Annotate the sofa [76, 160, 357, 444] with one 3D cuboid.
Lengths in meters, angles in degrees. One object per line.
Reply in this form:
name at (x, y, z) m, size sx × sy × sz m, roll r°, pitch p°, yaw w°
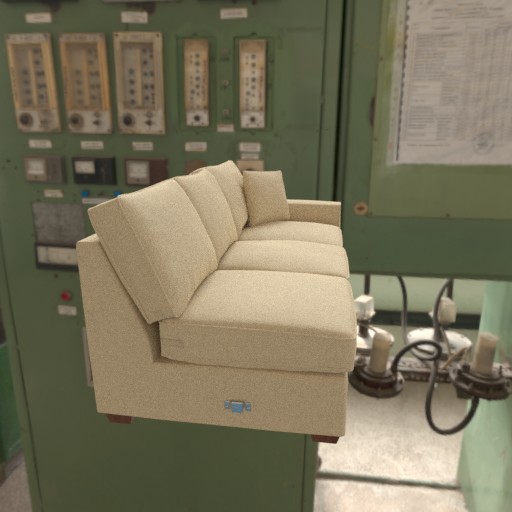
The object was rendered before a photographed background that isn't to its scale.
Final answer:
sofa at (0.000, 0.000, 2.512) m, size 1.034 × 0.946 × 1.963 m, roll 2°, pitch 16°, yaw 9°
